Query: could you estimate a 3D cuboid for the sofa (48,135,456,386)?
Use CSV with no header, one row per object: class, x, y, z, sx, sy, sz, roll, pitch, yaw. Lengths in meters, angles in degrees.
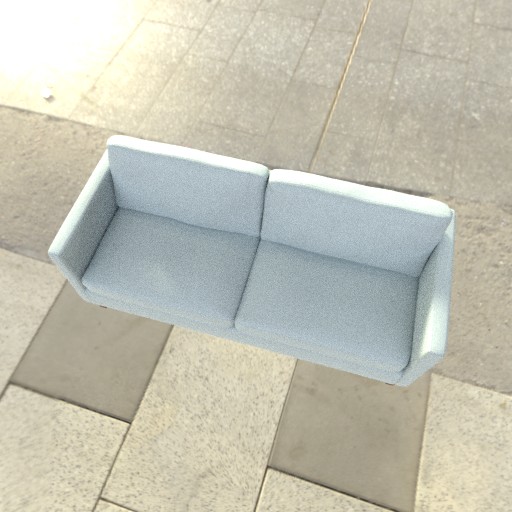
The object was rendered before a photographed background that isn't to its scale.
sofa,0.000,0.000,2.762,2.208,0.965,0.951,14,61,8
